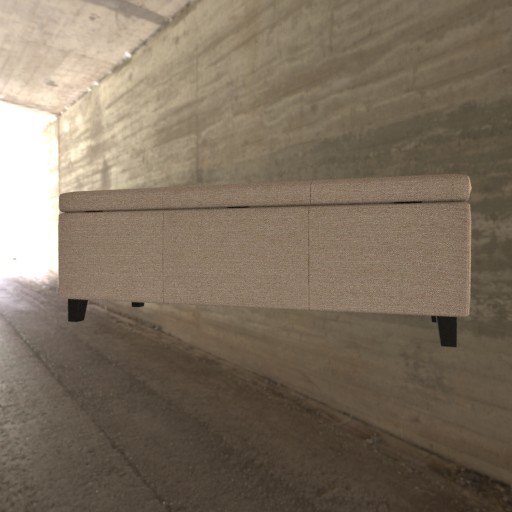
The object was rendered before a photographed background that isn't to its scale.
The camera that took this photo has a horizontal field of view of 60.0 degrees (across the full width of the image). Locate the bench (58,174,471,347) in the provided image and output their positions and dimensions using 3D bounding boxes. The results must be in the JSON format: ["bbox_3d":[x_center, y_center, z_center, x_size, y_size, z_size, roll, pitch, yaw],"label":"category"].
[{"bbox_3d":[0.000,0.000,1.479,1.269,0.438,0.446,0,1,18],"label":"bench"}]
